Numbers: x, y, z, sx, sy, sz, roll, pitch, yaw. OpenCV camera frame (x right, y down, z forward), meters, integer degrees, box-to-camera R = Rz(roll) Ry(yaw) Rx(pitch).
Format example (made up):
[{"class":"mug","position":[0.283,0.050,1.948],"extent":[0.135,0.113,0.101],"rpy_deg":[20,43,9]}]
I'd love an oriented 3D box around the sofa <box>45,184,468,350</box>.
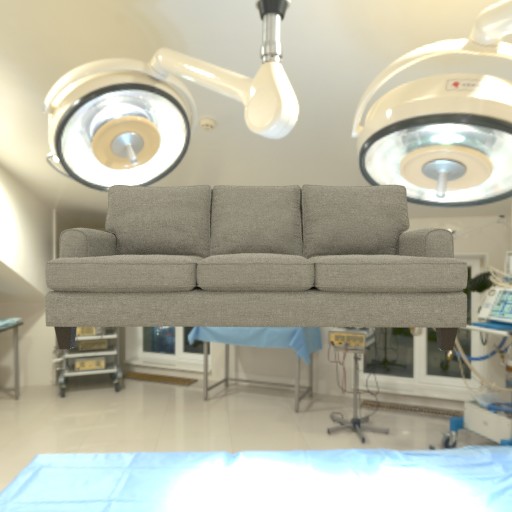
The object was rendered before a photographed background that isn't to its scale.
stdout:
[{"class":"sofa","position":[0.000,0.000,2.684],"extent":[2.158,0.965,0.951],"rpy_deg":[0,0,1]}]
